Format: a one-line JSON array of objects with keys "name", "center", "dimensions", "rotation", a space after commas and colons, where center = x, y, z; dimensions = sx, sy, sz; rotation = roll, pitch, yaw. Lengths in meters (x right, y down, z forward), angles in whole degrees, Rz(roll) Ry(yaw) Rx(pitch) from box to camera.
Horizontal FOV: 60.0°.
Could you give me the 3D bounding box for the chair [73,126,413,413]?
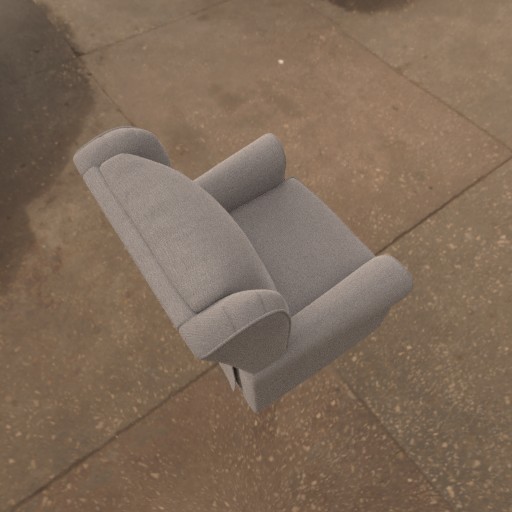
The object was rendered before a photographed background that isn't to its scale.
[{"name": "chair", "center": [0.000, 0.000, 1.689], "dimensions": [0.854, 0.966, 0.906], "rotation": [-30, 63, -17]}]
